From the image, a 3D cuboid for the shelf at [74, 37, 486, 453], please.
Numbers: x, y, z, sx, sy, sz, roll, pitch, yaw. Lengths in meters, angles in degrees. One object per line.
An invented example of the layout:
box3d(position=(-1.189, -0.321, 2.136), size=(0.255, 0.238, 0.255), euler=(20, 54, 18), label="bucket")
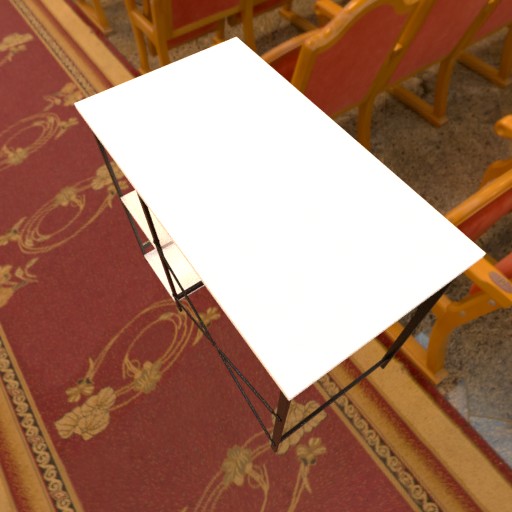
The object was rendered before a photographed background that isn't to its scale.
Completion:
box3d(position=(0.000, 0.000, 1.329), size=(0.498, 0.750, 0.902), euler=(-31, 63, -18), label="shelf")
